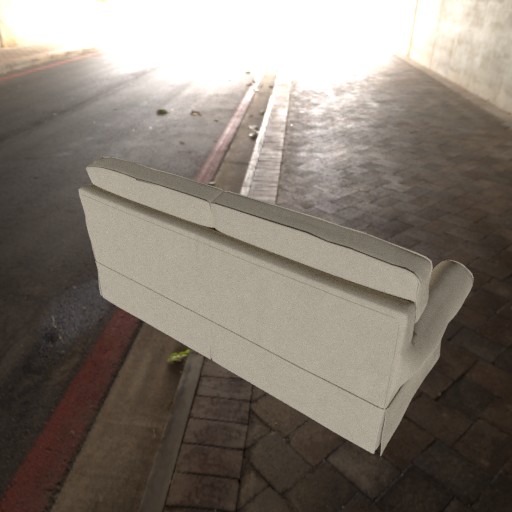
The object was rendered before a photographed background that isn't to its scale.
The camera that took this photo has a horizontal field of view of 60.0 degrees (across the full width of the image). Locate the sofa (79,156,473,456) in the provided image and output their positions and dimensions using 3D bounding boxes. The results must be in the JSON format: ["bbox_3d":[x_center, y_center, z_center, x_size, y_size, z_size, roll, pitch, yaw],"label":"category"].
[{"bbox_3d":[0.000,0.000,2.652,2.246,1.014,0.900,21,36,32],"label":"sofa"}]
